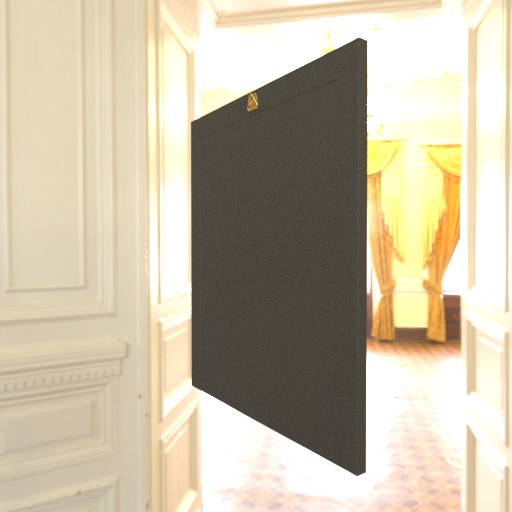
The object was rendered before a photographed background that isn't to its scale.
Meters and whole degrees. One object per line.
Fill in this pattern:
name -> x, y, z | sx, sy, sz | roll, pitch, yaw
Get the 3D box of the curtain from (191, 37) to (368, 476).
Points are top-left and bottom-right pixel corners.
curtain -> 0.000, 0.000, 0.790 | 0.027, 0.585, 0.483 | -1, 1, -35
